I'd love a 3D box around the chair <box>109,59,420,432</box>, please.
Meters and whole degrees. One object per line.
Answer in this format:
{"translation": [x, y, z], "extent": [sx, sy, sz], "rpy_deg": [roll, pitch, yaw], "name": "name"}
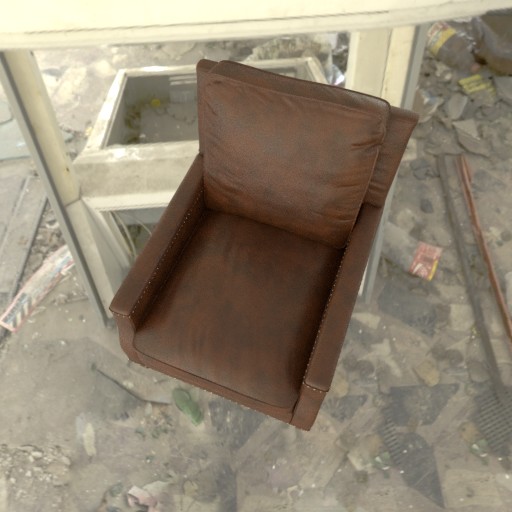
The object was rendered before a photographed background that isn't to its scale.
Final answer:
{"translation": [0.000, 0.000, 1.783], "extent": [0.854, 1.054, 1.035], "rpy_deg": [18, 61, 10], "name": "chair"}
